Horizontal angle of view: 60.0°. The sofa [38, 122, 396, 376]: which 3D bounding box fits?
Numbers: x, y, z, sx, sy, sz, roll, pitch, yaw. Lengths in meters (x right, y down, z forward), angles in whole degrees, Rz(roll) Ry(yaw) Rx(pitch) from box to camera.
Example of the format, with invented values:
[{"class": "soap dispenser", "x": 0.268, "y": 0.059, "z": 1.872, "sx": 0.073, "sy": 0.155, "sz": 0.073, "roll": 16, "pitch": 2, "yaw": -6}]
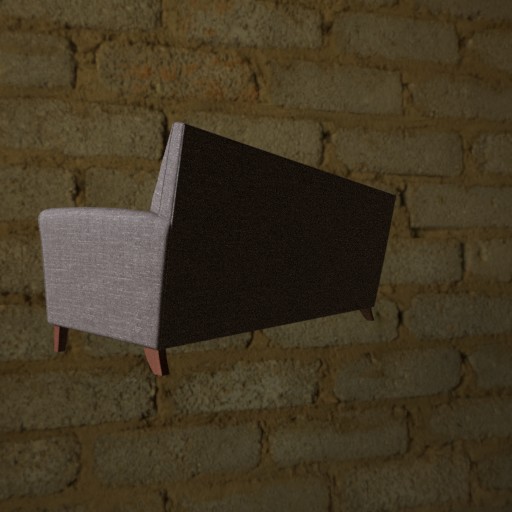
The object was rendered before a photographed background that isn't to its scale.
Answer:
[{"class": "sofa", "x": 0.000, "y": 0.000, "z": 2.421, "sx": 0.875, "sy": 0.846, "sz": 1.976, "roll": -1, "pitch": -1, "yaw": 37}]
